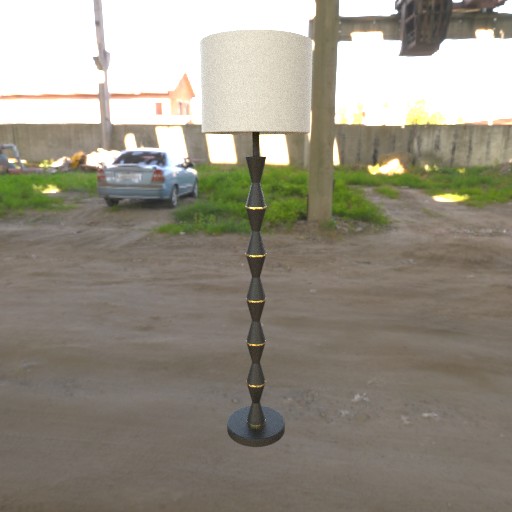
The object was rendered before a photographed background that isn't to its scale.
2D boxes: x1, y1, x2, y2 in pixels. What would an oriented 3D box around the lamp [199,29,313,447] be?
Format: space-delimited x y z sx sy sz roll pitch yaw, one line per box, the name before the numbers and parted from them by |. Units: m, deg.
lamp | 0.000 0.000 1.673 0.381 1.480 0.381 -7 15 -27
